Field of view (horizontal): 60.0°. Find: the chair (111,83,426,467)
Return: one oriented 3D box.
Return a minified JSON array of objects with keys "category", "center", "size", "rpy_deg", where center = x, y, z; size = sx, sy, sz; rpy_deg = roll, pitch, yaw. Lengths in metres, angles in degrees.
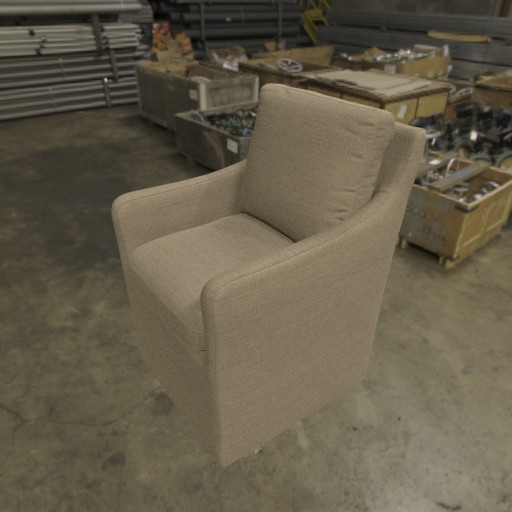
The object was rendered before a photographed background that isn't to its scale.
[{"category":"chair","center":[0.000,0.000,1.379],"size":[0.694,0.914,0.626],"rpy_deg":[-21,37,-30]}]
